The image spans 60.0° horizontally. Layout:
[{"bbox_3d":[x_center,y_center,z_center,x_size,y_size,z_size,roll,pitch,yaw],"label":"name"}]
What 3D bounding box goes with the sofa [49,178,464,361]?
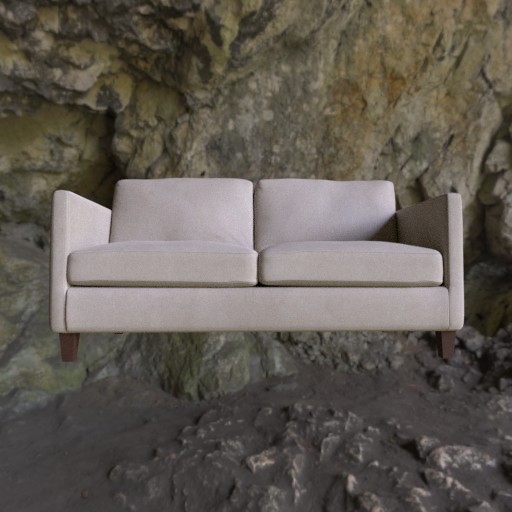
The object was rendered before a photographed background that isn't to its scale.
[{"bbox_3d":[0.000,0.000,2.386,1.846,0.940,0.950,0,-2,-2],"label":"sofa"}]
